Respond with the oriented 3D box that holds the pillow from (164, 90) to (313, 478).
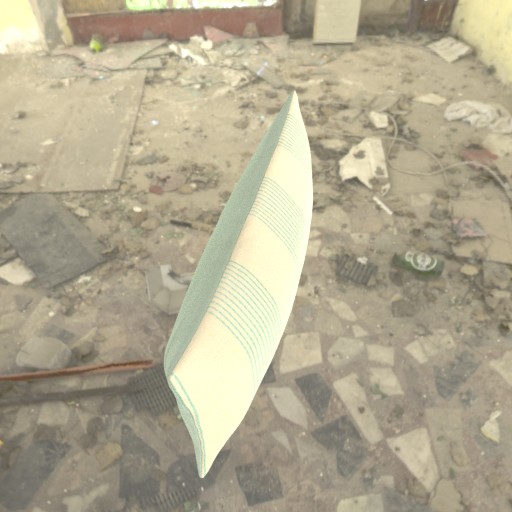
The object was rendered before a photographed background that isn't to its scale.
[{"bbox_3d":[0.000,0.000,0.720,0.151,0.287,0.610,11,47,10],"label":"pillow"}]
